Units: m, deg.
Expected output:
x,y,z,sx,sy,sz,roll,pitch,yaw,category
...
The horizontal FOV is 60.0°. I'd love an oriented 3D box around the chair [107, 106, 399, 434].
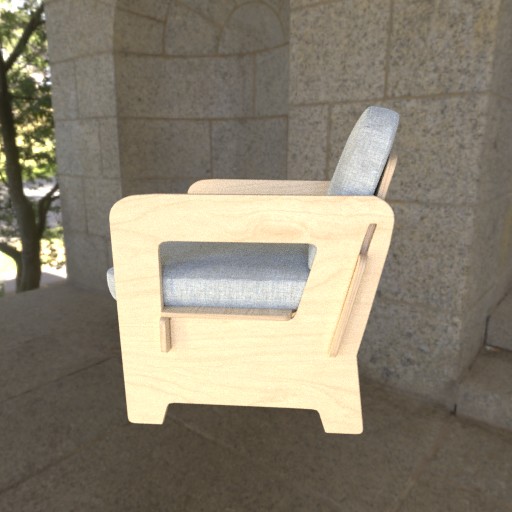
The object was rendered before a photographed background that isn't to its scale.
x,y,z,sx,sy,sz,roll,pitch,yaw,category
0.000,0.000,1.285,0.710,0.800,0.590,2,14,10,chair
